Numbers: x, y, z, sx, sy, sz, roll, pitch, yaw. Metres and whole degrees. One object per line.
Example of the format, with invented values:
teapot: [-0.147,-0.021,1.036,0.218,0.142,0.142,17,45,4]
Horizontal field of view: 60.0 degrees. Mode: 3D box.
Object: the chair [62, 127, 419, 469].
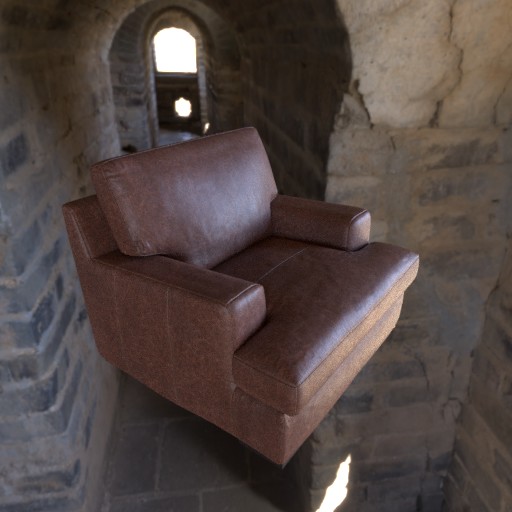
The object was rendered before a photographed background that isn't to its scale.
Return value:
chair: [0.000,0.000,1.986,1.143,0.939,1.168,18,31,32]
